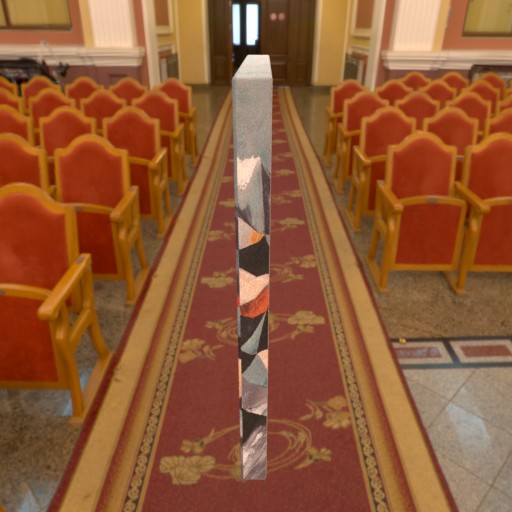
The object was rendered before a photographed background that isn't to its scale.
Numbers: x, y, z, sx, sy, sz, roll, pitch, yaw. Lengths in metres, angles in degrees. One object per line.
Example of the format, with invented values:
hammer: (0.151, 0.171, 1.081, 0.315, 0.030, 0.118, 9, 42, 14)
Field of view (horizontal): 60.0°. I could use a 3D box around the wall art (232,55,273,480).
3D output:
wall art: (0.000, 0.000, 1.138, 0.061, 0.911, 0.609, 0, 27, 1)
